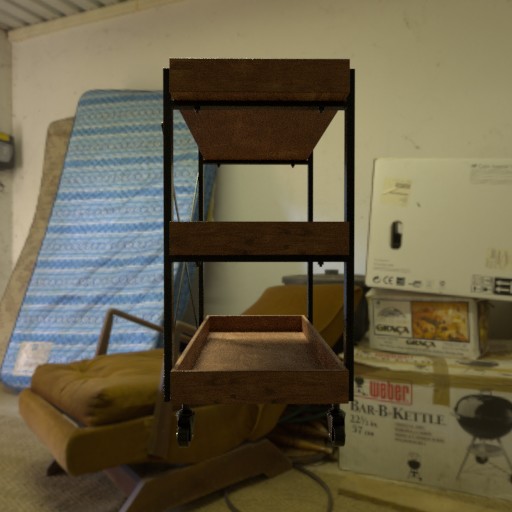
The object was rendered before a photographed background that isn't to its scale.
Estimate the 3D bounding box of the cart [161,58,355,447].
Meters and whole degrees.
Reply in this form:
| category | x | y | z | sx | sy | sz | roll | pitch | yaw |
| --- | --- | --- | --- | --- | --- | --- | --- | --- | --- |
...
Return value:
| category | x | y | z | sx | sy | sz | roll | pitch | yaw |
| --- | --- | --- | --- | --- | --- | --- | --- | --- | --- |
| cart | 0.000 | 0.000 | 1.263 | 0.411 | 0.800 | 0.750 | 0 | 1 | -1 |
